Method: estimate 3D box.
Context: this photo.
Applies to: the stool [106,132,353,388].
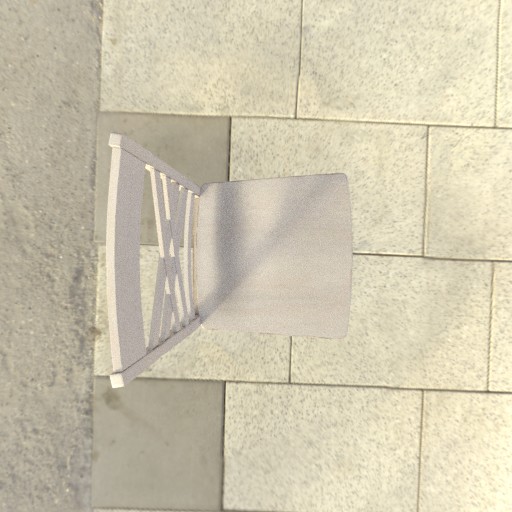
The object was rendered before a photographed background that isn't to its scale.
[{"bbox_3d":[0.000,0.000,1.330,0.539,1.079,0.462,0,91,0],"label":"stool"}]
